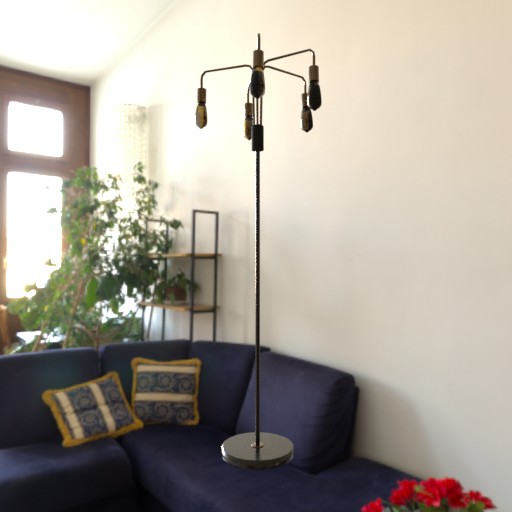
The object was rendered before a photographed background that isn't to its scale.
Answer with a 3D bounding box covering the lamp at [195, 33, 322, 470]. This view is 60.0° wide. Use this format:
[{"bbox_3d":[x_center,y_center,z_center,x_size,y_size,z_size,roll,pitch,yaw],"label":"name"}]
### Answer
[{"bbox_3d":[0.000,0.000,1.943,0.599,1.721,0.572,0,-2,17],"label":"lamp"}]
